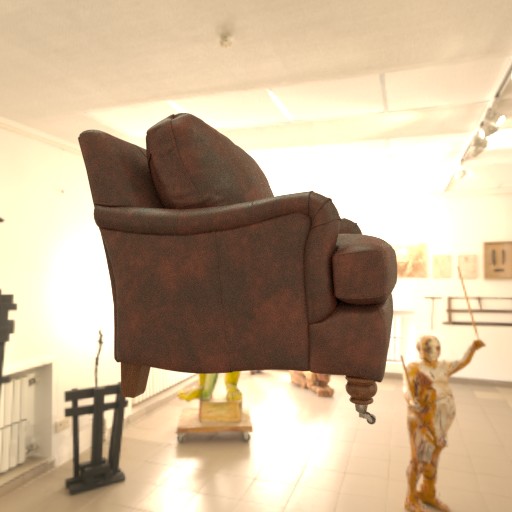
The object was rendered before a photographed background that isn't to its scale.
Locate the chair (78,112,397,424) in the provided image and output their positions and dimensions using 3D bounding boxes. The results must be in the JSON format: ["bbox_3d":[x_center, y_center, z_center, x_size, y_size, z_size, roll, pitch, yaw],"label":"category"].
[{"bbox_3d":[0.000,0.000,1.907,1.156,1.051,0.987,0,-1,18],"label":"chair"}]
